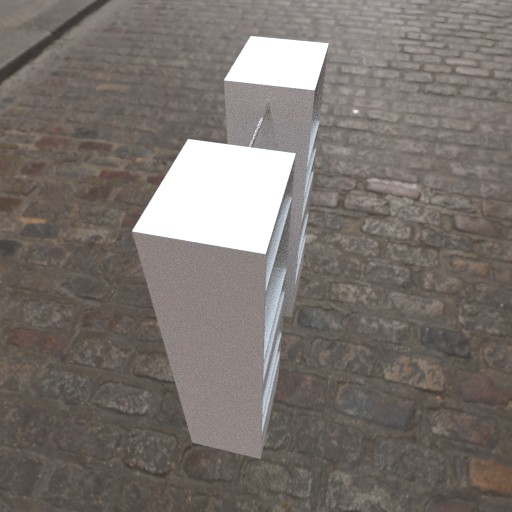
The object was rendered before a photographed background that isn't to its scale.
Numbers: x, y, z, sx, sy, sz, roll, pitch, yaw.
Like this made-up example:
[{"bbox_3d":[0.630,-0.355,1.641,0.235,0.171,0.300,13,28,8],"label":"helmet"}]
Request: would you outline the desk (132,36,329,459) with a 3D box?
[{"bbox_3d":[0.000,0.000,2.838,0.480,2.000,1.770,10,48,9],"label":"desk"}]
